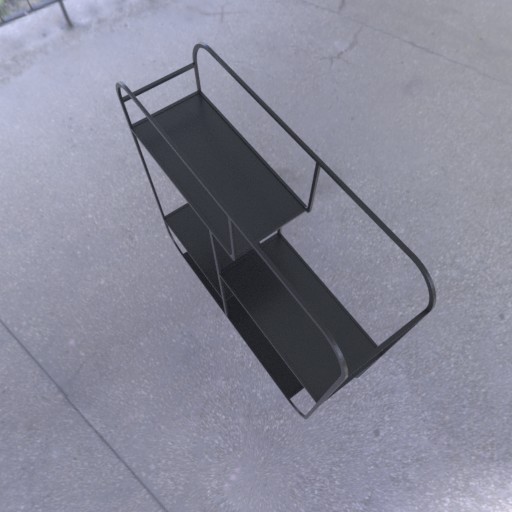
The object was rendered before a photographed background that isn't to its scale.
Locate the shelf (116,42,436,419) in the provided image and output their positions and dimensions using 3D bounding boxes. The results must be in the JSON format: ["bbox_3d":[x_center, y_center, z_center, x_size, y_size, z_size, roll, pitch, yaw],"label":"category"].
[{"bbox_3d":[0.000,0.000,0.901,0.160,0.600,0.600,-33,69,-15],"label":"shelf"}]
